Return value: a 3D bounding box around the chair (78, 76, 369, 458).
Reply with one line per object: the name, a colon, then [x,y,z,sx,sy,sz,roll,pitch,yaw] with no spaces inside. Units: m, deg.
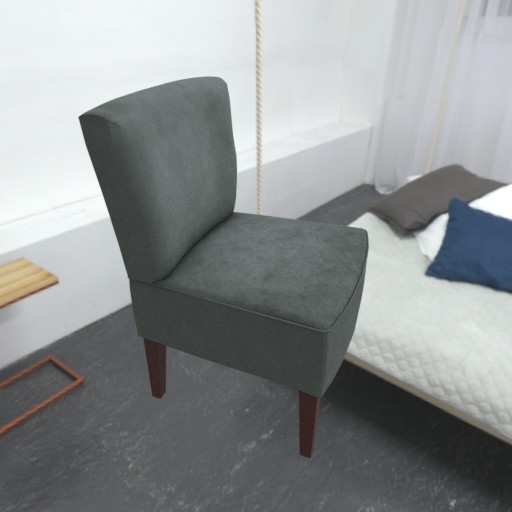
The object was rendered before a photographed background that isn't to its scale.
chair: [0.000,0.000,1.149,0.554,0.806,0.521,11,31,18]
